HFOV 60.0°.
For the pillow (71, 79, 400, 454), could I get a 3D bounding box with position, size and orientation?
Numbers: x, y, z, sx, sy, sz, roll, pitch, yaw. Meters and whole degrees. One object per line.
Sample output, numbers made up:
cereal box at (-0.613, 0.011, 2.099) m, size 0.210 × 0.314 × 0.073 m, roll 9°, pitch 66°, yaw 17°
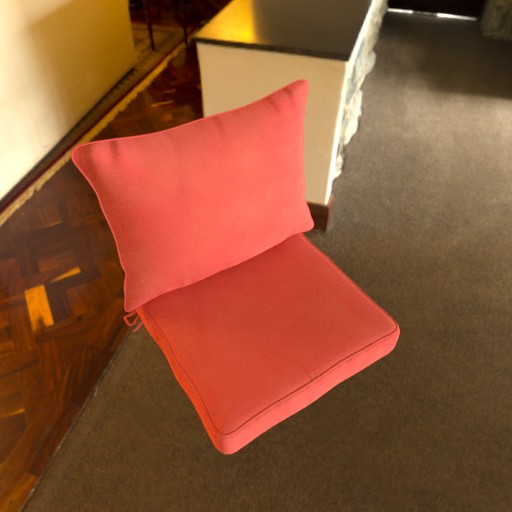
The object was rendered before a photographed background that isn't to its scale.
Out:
pillow at (0.000, 0.000, 1.360) m, size 0.798 × 0.725 × 0.733 m, roll -25°, pitch 50°, yaw -22°
